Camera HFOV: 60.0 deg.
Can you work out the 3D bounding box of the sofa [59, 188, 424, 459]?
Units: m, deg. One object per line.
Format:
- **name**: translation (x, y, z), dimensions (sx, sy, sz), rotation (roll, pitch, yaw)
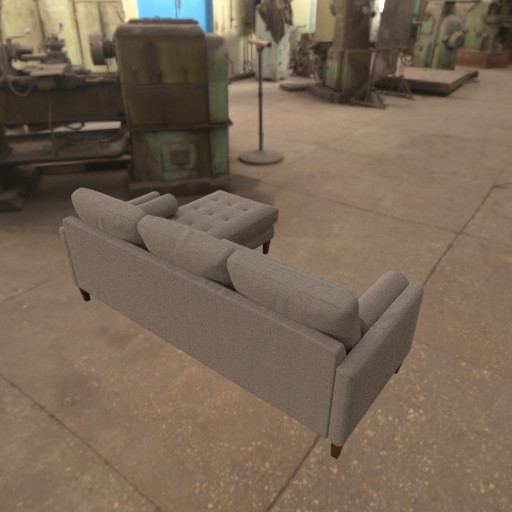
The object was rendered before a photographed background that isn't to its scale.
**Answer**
- **sofa**: translation (0.000, 0.000, 2.954), dimensions (2.178, 0.875, 1.506), rotation (22, 36, 32)
